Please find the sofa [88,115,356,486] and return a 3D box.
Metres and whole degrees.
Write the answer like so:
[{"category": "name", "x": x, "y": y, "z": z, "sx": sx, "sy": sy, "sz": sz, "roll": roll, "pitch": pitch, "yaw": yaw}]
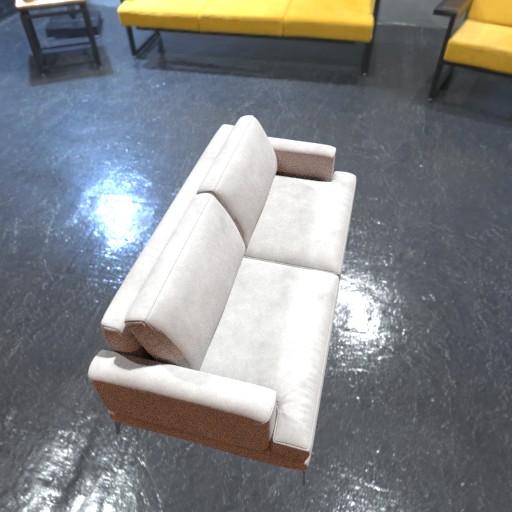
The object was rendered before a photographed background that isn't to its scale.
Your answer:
[{"category": "sofa", "x": 0.000, "y": 0.000, "z": 2.512, "sx": 0.980, "sy": 0.830, "sz": 2.013, "roll": 10, "pitch": 46, "yaw": 10}]
